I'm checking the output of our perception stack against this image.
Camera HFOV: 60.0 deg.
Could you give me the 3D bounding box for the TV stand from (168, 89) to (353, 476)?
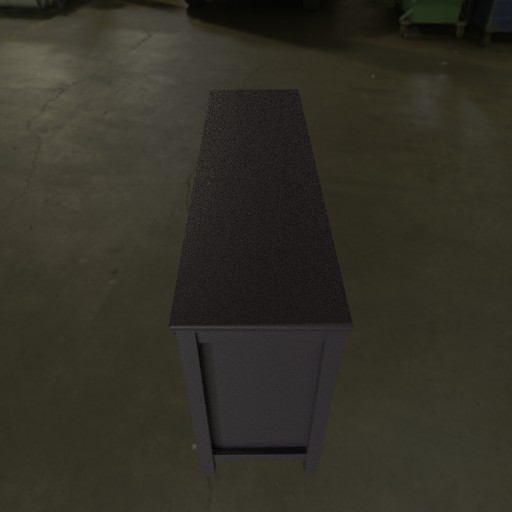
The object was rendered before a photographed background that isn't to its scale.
[{"bbox_3d":[0.000,0.000,1.495,0.347,0.681,1.198,-1,41,-1],"label":"TV stand"}]
